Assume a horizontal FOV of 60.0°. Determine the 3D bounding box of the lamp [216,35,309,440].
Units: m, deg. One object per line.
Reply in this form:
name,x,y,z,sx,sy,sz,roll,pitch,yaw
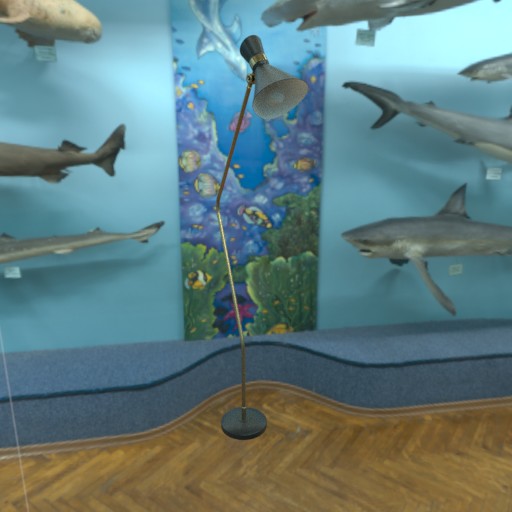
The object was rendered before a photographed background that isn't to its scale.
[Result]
lamp,0.000,0.000,1.601,0.277,1.438,0.467,-2,15,-7
